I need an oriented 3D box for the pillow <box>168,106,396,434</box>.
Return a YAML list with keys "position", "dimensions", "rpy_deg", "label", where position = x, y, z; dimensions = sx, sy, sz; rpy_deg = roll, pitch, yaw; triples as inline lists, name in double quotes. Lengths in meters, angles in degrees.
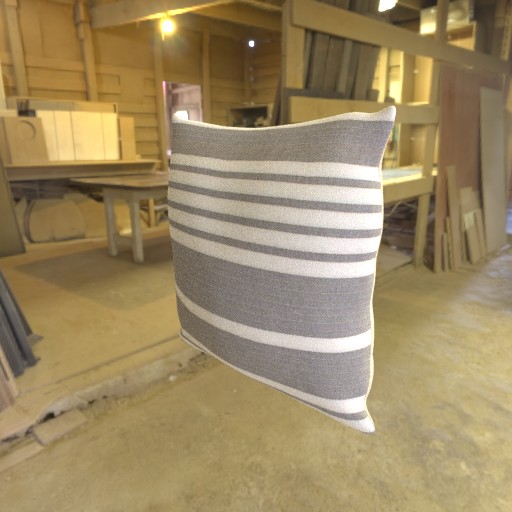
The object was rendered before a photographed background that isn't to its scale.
- position: [0.000, 0.000, 0.693]
  dimensions: [0.182, 0.440, 0.439]
  rpy_deg: [-14, 21, -43]
  label: "pillow"
